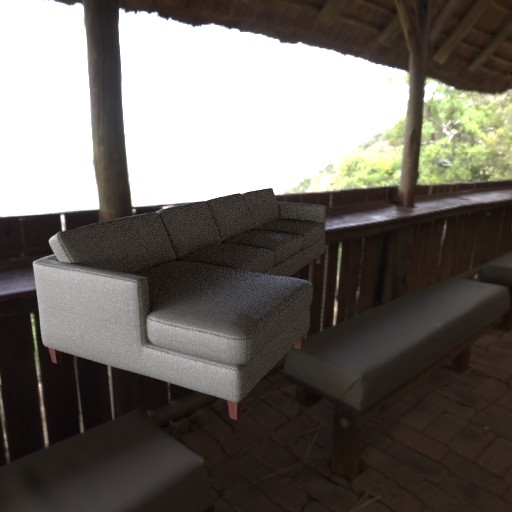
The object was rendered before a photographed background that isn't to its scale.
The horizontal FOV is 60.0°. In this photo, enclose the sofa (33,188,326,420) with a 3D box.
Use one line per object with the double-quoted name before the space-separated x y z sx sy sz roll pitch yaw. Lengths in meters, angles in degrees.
"sofa" 0.000 0.000 3.793 1.502 0.876 3.201 7 16 26
